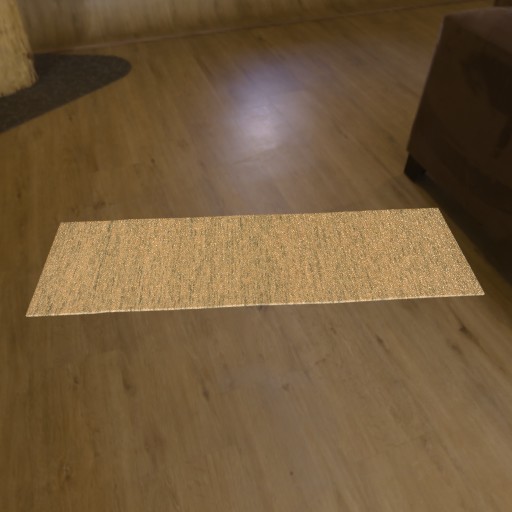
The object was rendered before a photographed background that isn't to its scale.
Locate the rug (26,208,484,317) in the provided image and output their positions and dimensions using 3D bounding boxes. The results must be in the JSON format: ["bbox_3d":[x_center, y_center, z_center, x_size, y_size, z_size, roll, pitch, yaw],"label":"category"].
[{"bbox_3d":[0.000,0.000,2.448,2.290,0.014,0.700,-2,46,-2],"label":"rug"}]
